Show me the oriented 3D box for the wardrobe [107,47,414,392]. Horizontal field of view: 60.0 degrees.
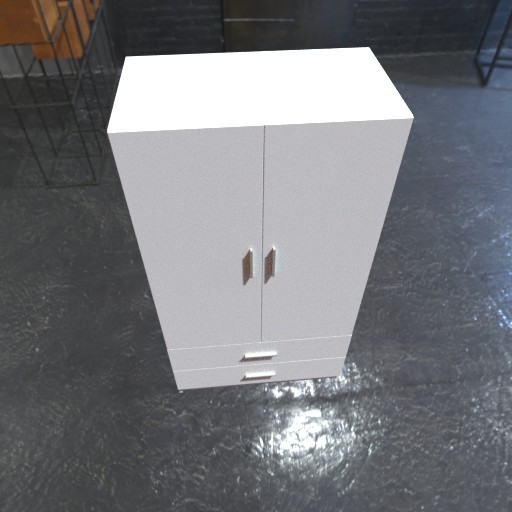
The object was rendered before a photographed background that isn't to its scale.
[{"bbox_3d":[0.000,0.000,2.262,0.991,1.808,0.577,-4,47,-4],"label":"wardrobe"}]
